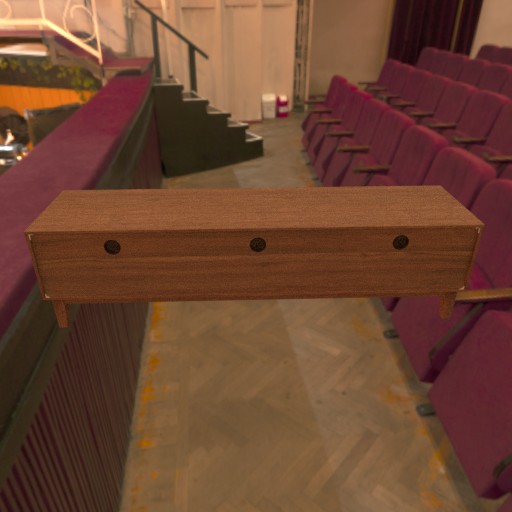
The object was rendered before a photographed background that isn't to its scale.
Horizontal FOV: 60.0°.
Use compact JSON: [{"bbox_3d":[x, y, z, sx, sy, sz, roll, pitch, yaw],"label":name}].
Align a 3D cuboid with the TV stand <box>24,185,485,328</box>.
[{"bbox_3d":[0.000,0.000,1.682,1.482,0.409,0.366,-1,29,-2],"label":"TV stand"}]
